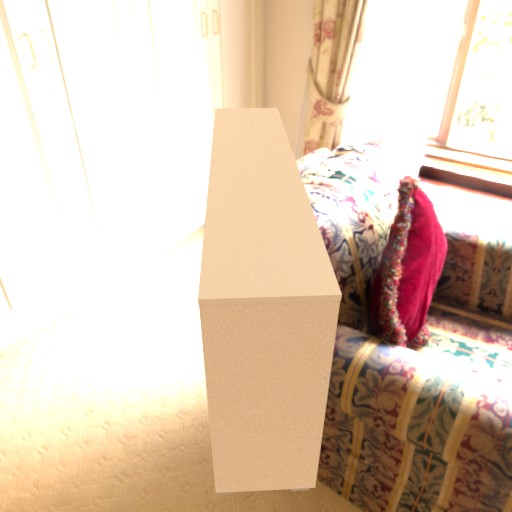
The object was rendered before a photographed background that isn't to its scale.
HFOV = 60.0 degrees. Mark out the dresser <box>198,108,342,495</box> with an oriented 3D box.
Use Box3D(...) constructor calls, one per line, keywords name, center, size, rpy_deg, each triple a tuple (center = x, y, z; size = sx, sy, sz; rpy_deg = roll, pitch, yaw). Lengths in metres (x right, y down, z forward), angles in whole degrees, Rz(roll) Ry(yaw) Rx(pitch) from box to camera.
Box3D(name="dresser", center=(0.000, 0.000, 1.826), size=(0.333, 0.790, 1.535), rpy_deg=(-2, 33, -2))
